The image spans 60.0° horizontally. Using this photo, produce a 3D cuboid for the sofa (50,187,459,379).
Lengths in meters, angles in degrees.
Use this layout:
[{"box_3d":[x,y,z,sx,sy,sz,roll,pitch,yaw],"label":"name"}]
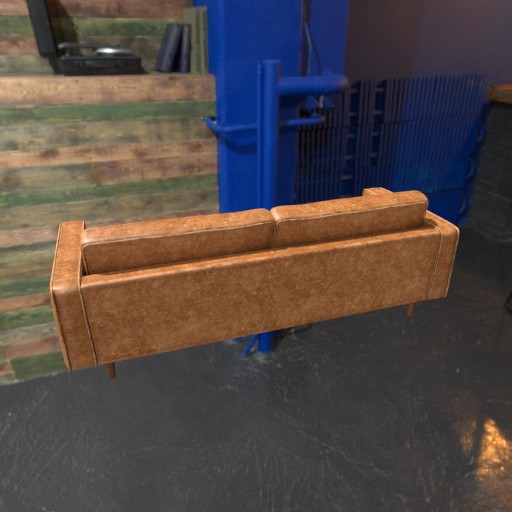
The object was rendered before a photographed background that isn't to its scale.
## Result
[{"box_3d":[0.000,0.000,2.661,2.199,0.779,0.886,-8,28,-16],"label":"sofa"}]
